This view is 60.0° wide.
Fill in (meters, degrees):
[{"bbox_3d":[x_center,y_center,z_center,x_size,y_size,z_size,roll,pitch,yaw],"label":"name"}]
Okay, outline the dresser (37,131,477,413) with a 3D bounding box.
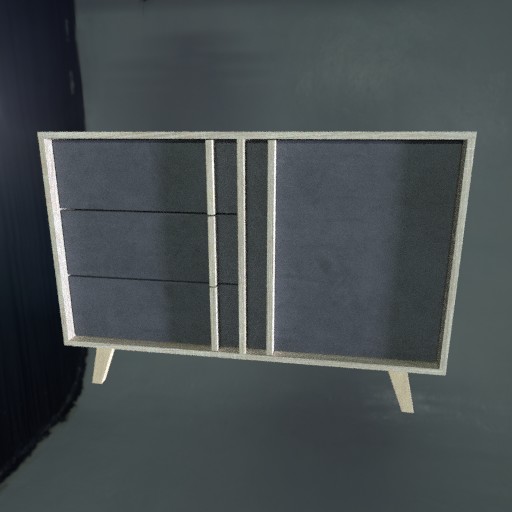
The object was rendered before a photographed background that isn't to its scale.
[{"bbox_3d":[0.000,0.000,1.447,1.110,0.780,0.500,2,16,9],"label":"dresser"}]
